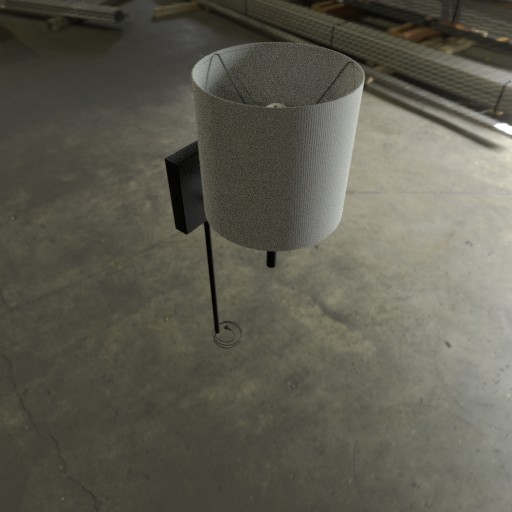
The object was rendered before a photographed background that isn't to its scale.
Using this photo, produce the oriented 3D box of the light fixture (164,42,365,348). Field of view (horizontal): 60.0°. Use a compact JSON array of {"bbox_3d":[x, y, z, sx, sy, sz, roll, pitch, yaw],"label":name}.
[{"bbox_3d":[0.000,0.000,0.699,0.248,0.589,0.188,28,50,27],"label":"light fixture"}]
